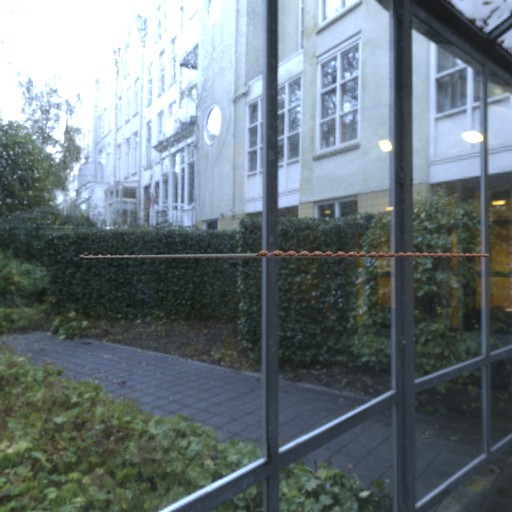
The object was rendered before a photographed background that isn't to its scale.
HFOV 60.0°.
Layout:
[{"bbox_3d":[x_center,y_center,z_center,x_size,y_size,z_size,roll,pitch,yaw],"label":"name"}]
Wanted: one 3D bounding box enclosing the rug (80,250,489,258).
[{"bbox_3d":[0.000,0.000,4.374,2.451,0.035,3.369,0,0,-37],"label":"rug"}]
